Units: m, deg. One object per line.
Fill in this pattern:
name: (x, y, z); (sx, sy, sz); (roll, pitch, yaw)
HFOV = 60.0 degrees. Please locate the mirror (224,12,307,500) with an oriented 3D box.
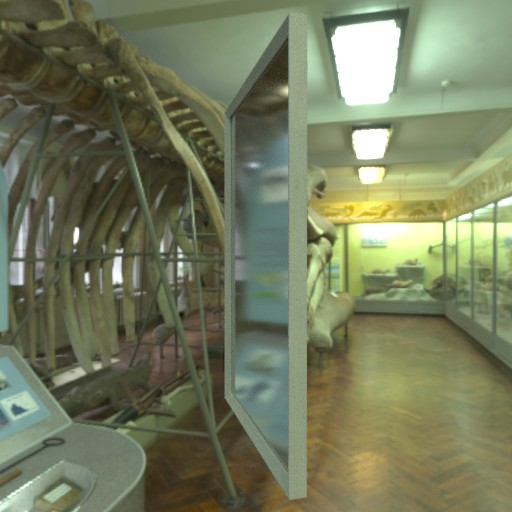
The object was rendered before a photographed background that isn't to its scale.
mirror: (0.000, 0.000, 1.129); (0.041, 0.915, 0.609); (0, 0, -15)
